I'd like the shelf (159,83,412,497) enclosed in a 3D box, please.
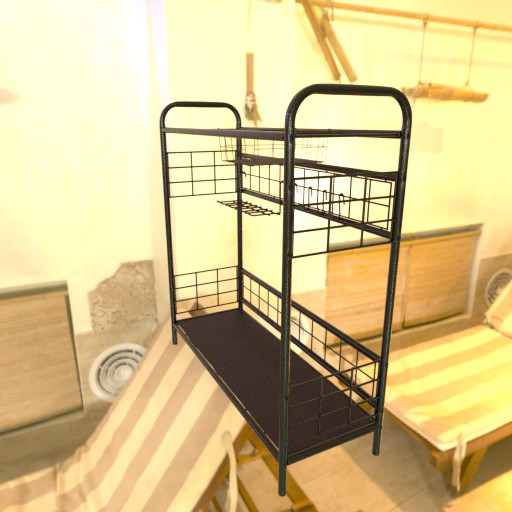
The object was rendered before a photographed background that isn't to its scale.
[{"bbox_3d":[0.000,0.000,1.504,0.350,1.026,0.961,-9,19,-26],"label":"shelf"}]
